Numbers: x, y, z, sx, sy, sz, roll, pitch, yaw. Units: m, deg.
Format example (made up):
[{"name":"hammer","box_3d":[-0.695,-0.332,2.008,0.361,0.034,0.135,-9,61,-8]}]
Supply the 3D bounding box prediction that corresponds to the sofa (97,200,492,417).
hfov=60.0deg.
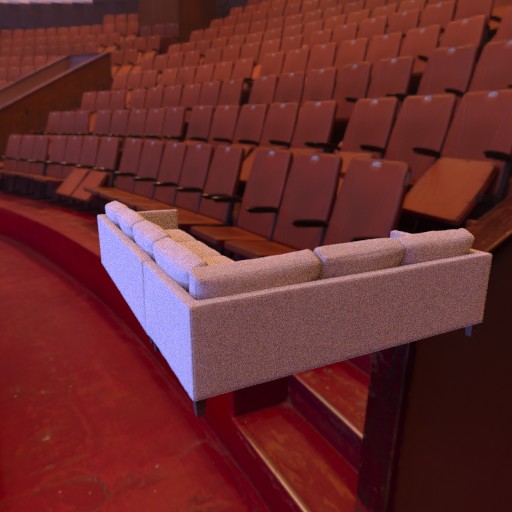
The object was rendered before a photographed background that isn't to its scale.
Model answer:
[{"name":"sofa","box_3d":[0.000,0.000,4.251,2.432,0.863,3.182,-8,17,-26]}]
